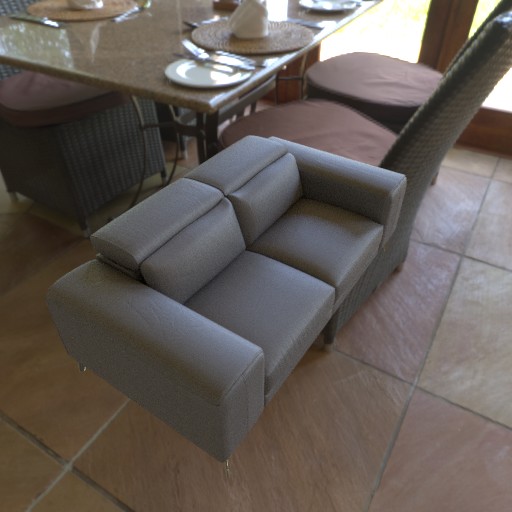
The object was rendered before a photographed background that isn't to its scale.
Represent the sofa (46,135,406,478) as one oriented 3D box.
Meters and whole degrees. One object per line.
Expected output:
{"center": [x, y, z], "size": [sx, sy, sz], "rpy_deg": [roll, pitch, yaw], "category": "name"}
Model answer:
{"center": [0.000, 0.000, 2.485], "size": [1.024, 0.753, 1.930], "rpy_deg": [24, 46, 25], "category": "sofa"}
